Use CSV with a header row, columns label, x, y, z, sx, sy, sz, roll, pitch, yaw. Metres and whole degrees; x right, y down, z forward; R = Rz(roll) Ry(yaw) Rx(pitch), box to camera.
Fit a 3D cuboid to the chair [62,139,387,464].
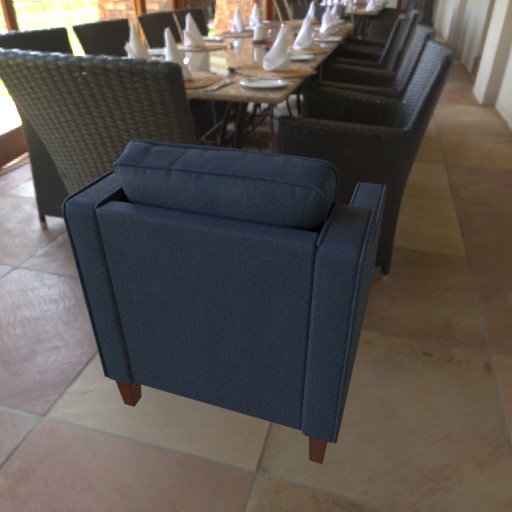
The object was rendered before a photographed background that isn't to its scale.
label,x,y,z,sx,sy,sz,roll,pitch,yaw
chair,0.000,0.000,1.641,0.831,0.960,0.909,10,33,16
